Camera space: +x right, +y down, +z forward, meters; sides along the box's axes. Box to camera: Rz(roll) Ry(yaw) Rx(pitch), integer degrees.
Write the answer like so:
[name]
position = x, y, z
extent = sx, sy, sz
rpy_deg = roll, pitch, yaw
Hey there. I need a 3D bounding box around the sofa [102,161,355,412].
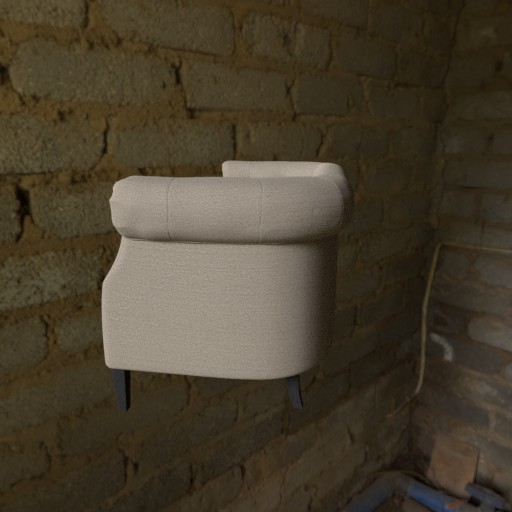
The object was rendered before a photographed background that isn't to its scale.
[sofa]
position = 0.000, 0.000, 2.068
extent = 0.835, 0.827, 1.558
rpy_deg = 2, 14, 9
